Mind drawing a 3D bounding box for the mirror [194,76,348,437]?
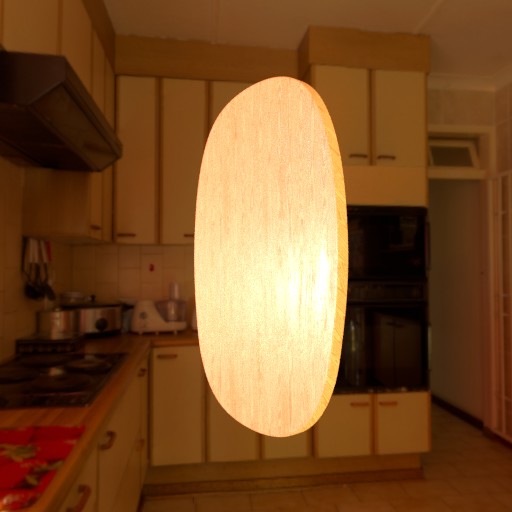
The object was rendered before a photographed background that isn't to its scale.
[{"bbox_3d":[0.000,0.000,1.397,0.037,1.075,0.724,1,-2,-37],"label":"mirror"}]
